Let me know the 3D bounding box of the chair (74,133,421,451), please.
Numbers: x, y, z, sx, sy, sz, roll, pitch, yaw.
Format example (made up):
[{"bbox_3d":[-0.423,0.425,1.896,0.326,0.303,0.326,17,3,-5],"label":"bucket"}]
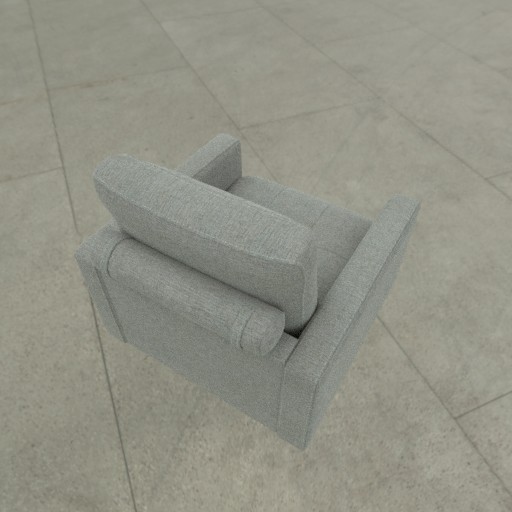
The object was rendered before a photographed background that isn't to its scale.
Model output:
[{"bbox_3d":[0.000,0.000,1.480,0.821,0.880,0.843,24,51,21],"label":"chair"}]
